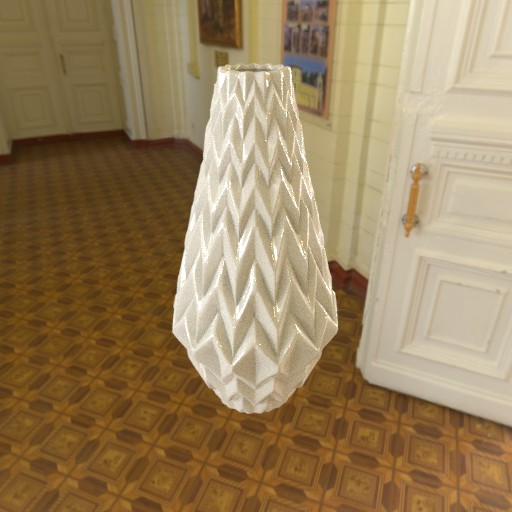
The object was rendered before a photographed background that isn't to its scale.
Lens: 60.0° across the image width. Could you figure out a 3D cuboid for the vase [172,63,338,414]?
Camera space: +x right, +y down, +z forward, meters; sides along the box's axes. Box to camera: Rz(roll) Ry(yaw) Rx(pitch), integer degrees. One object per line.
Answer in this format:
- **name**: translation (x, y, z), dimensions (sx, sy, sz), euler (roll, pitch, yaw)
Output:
- **vase**: translation (0.000, 0.000, 0.415), dimensions (0.167, 0.328, 0.167), euler (0, 30, 0)
